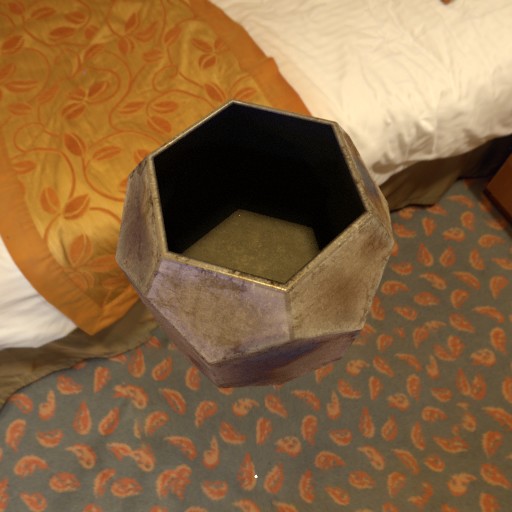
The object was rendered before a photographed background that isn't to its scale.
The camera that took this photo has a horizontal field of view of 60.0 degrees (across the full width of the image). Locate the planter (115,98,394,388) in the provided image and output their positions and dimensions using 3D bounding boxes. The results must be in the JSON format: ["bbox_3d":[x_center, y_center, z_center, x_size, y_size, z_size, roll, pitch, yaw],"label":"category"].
[{"bbox_3d":[0.000,0.000,0.430,0.221,0.238,0.243,15,65,7],"label":"planter"}]
